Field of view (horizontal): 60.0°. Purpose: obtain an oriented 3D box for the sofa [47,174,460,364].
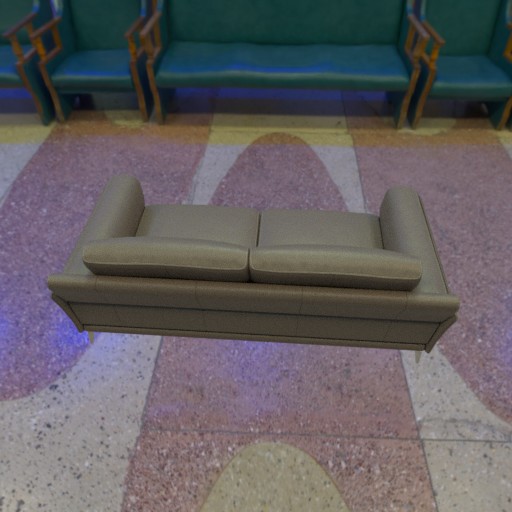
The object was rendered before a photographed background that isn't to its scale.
[{"bbox_3d":[0.000,0.000,2.674,2.101,0.930,1.049,3,46,3],"label":"sofa"}]
